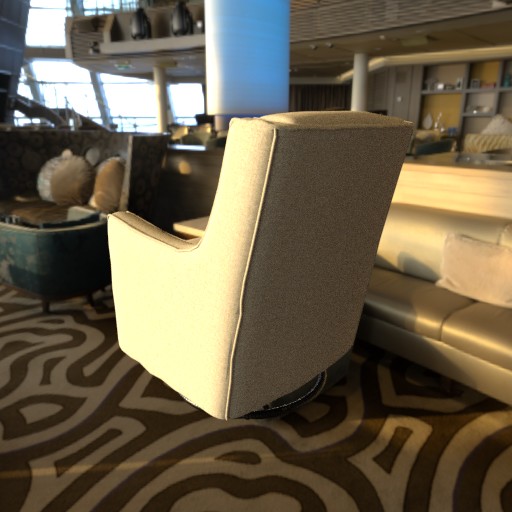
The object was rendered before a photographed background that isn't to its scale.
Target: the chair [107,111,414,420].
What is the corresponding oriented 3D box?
[{"bbox_3d":[0.000,0.000,1.606,0.732,0.993,0.879,-16,24,-42],"label":"chair"}]
